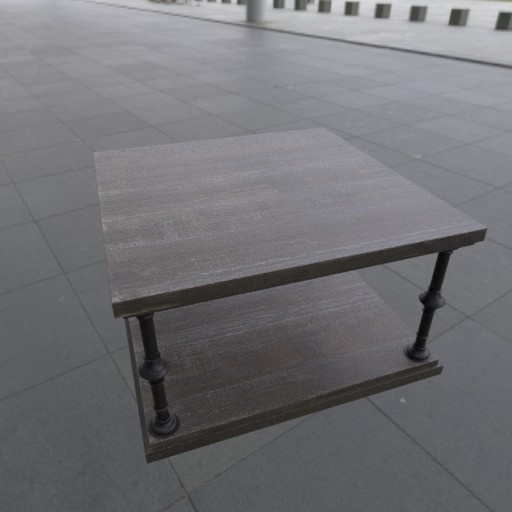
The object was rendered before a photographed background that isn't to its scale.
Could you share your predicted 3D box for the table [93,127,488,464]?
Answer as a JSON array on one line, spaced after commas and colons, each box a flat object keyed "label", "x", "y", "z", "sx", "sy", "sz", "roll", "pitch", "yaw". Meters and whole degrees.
[{"label": "table", "x": 0.000, "y": 0.000, "z": 1.135, "sx": 0.696, "sy": 0.400, "sz": 0.696, "roll": -11, "pitch": 34, "yaw": -16}]
